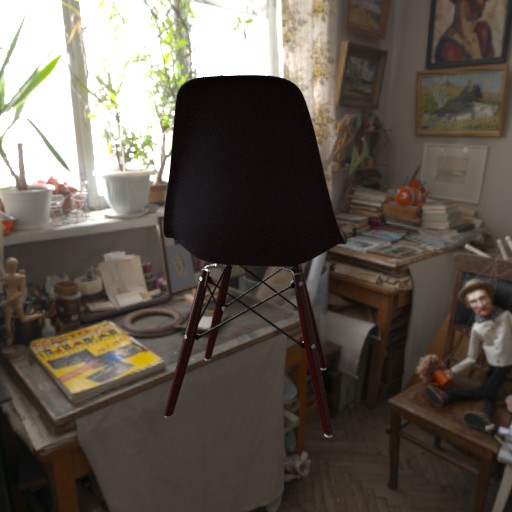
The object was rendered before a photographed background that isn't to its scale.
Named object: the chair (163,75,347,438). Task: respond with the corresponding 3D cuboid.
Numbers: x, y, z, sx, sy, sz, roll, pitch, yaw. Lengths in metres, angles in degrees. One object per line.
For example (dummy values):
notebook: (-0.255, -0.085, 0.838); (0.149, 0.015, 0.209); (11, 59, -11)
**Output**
chair: (0.000, 0.000, 1.164); (0.470, 0.826, 0.533); (2, 16, 8)
